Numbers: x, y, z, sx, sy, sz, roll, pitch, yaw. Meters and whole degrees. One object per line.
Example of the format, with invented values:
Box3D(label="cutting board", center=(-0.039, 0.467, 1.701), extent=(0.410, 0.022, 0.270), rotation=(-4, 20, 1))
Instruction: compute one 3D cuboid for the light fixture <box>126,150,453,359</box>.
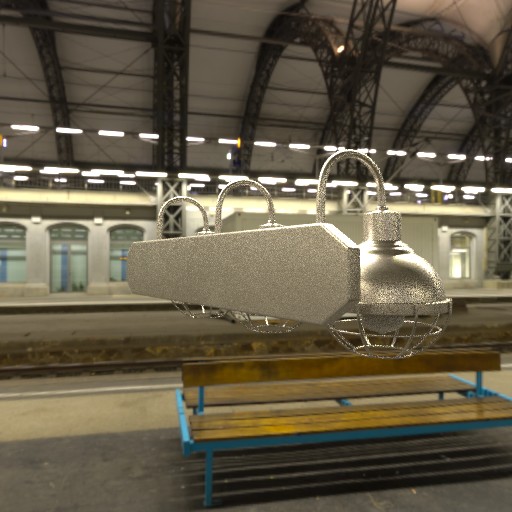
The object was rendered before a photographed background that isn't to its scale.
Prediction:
Box3D(label="light fixture", center=(0.000, 0.000, 0.745), extent=(0.229, 0.254, 0.634), rotation=(1, -1, -35))
